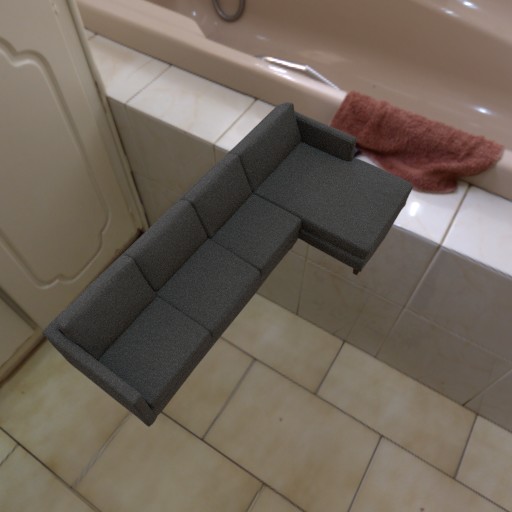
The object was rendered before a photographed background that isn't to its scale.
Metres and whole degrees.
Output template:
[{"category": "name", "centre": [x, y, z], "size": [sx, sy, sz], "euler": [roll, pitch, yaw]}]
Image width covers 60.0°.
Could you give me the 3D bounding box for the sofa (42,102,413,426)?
[{"category": "sofa", "centre": [0.000, 0.000, 3.896], "size": [1.625, 0.846, 3.186], "euler": [30, 61, 19]}]
